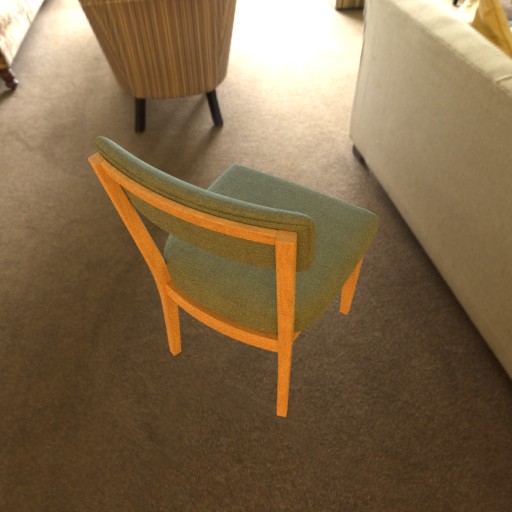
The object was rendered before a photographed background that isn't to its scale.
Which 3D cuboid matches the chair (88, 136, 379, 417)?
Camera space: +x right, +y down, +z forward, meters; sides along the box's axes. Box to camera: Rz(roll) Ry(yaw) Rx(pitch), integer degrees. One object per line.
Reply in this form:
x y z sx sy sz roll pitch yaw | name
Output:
0.000 0.000 1.221 0.508 0.832 0.572 24 51 21 | chair
